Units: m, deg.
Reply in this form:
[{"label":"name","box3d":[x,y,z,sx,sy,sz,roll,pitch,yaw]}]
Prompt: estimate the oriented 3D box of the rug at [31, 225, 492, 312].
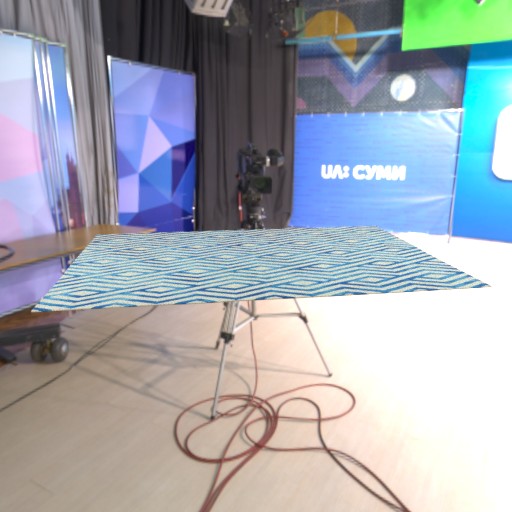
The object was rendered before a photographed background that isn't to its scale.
[{"label":"rug","box3d":[0.000,0.000,2.313,1.830,0.008,1.225,-2,16,-8]}]
